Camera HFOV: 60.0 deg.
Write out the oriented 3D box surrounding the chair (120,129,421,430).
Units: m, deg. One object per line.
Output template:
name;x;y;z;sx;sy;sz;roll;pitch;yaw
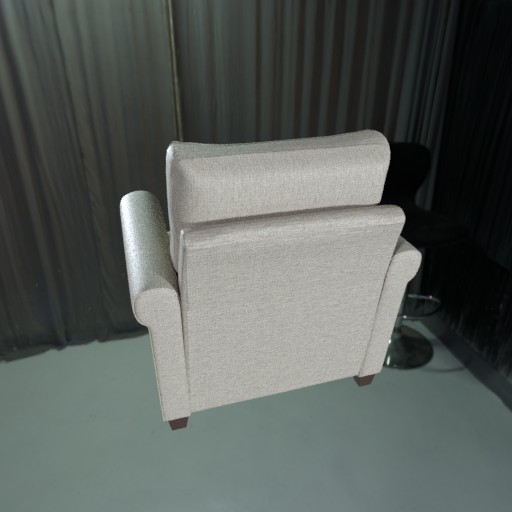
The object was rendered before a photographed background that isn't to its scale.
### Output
chair;0.000;0.000;2.268;1.275;1.349;1.180;-8;28;-15
